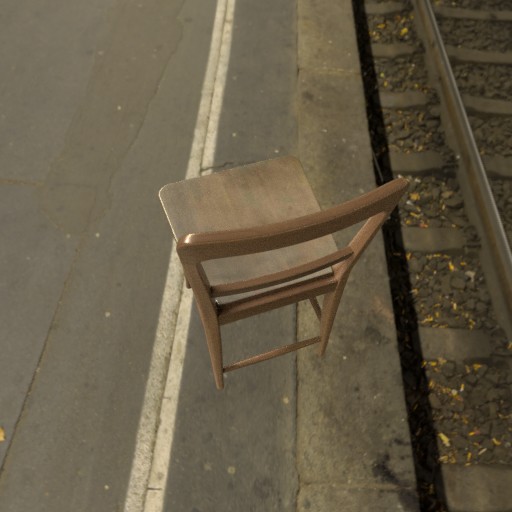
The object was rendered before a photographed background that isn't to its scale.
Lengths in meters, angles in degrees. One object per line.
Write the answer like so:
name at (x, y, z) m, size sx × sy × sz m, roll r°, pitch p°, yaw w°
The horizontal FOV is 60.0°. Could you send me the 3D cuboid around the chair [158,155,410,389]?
chair at (0.000, 0.000, 1.299) m, size 0.450 × 0.991 × 0.546 m, roll -16°, pitch 58°, yaw -10°
